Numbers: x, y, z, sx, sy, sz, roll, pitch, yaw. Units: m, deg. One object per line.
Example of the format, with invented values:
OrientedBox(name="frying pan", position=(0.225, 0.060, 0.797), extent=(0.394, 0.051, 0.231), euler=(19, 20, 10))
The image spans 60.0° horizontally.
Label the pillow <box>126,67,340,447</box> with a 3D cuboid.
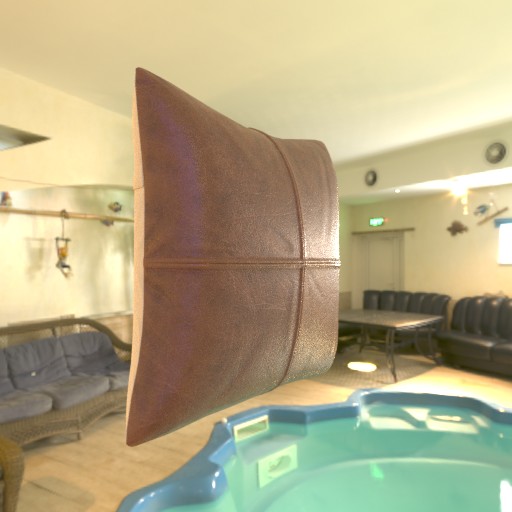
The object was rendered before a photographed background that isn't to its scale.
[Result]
OrientedBox(name="pillow", position=(0.000, 0.000, 0.713), extent=(0.192, 0.470, 0.484), euler=(0, -1, 38))
